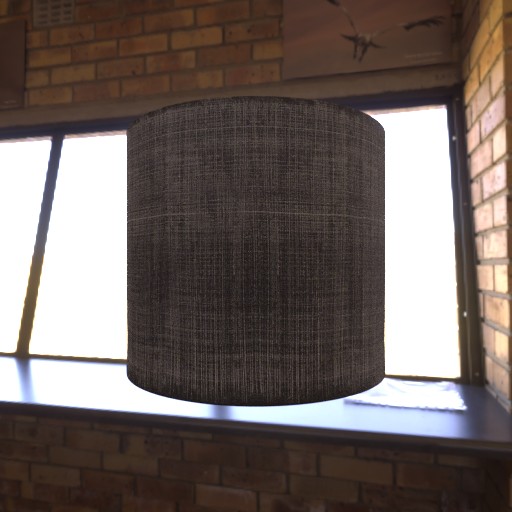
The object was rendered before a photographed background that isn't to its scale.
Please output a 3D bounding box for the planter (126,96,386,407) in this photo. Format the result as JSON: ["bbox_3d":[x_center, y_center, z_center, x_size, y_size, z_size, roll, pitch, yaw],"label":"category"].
[{"bbox_3d":[0.000,0.000,0.391,0.221,0.201,0.221,0,-1,0],"label":"planter"}]
